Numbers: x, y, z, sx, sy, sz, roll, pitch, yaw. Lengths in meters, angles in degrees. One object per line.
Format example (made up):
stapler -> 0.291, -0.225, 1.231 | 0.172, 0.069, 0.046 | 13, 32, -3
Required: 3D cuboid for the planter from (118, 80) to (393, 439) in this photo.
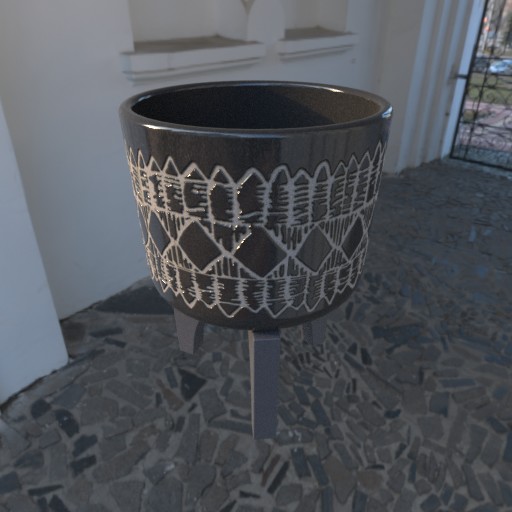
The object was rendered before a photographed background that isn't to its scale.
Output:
planter -> 0.000, 0.000, 0.390 | 0.196, 0.264, 0.196 | -19, 35, -30
